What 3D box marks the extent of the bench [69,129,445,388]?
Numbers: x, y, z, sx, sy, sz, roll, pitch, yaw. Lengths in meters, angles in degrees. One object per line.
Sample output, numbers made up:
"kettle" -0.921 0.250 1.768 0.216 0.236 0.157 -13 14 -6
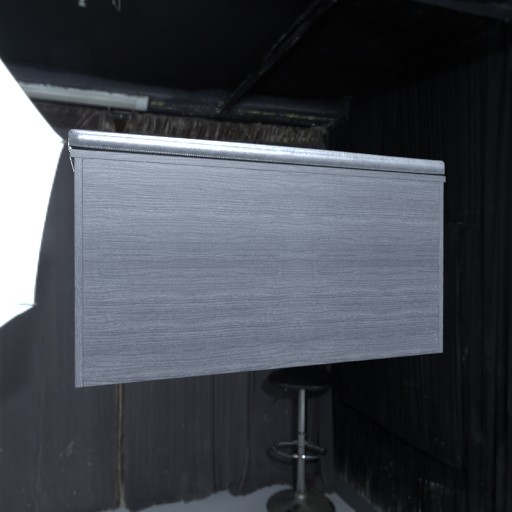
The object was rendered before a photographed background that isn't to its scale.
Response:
"bench" 0.000 0.000 1.187 0.905 0.501 0.401 0 0 -20
